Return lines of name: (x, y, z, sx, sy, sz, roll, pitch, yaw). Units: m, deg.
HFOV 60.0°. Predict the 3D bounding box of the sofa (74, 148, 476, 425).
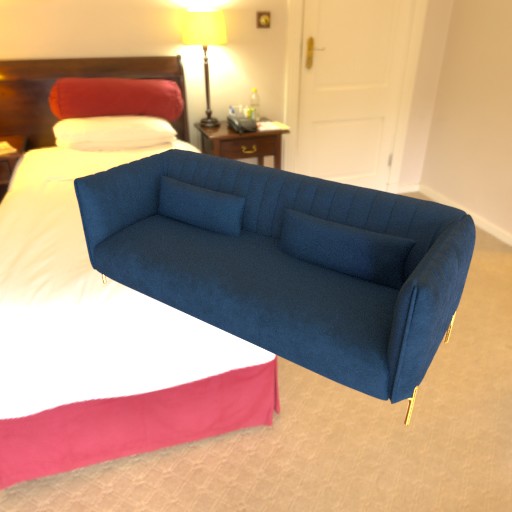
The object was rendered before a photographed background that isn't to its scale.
sofa: (0.000, 0.000, 2.563, 2.136, 0.793, 0.896, 18, 34, 30)
